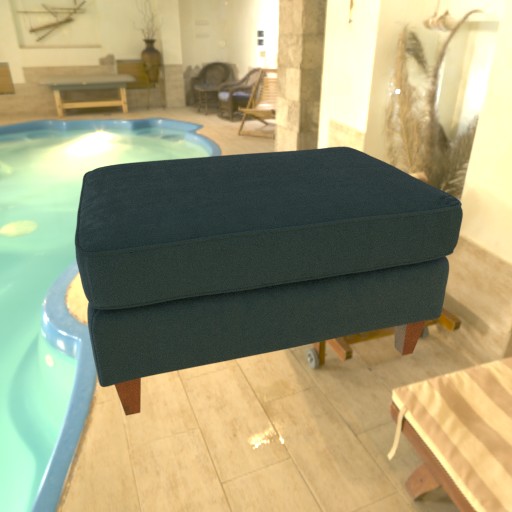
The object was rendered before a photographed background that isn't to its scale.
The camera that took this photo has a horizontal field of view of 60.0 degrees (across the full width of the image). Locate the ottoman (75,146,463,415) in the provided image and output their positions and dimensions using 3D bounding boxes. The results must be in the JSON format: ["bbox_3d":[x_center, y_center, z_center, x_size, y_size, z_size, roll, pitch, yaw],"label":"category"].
[{"bbox_3d":[0.000,0.000,1.226,0.862,0.484,0.583,-8,28,-15],"label":"ottoman"}]
